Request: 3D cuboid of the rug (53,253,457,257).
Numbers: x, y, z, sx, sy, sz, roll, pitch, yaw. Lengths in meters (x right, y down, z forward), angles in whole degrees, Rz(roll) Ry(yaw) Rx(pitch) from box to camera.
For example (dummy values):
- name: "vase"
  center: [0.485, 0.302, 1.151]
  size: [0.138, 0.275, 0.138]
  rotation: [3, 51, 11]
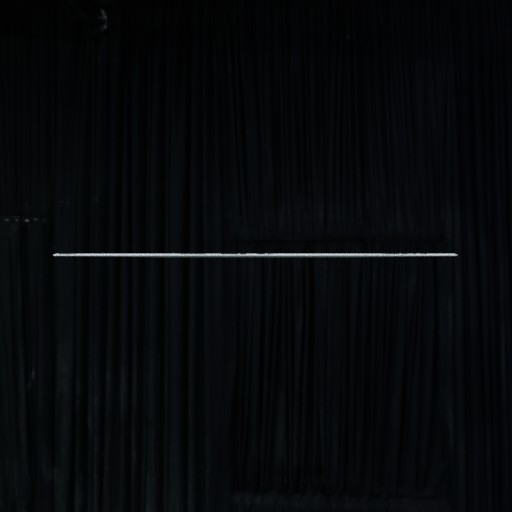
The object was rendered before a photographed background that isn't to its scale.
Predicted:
- name: "rug"
  center: [0.000, 0.000, 4.156]
  size: [2.423, 0.014, 3.040]
  rotation: [0, 0, 0]
